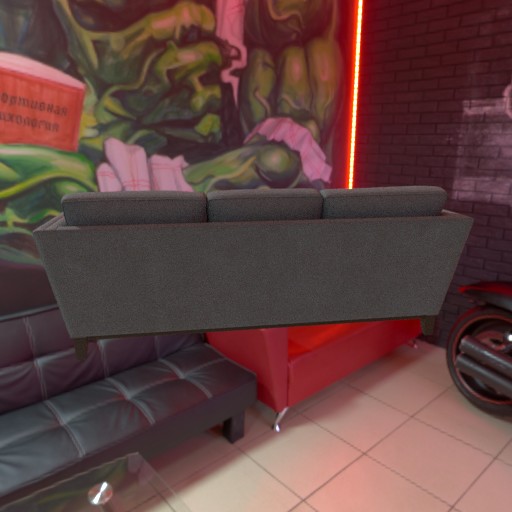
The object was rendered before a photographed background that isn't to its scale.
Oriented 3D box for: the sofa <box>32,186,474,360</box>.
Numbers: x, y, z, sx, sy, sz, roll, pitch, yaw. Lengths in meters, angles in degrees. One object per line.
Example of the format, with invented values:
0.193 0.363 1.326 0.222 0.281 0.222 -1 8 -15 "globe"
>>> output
0.000 0.000 2.890 2.387 0.940 0.965 -2 15 -9 "sofa"
